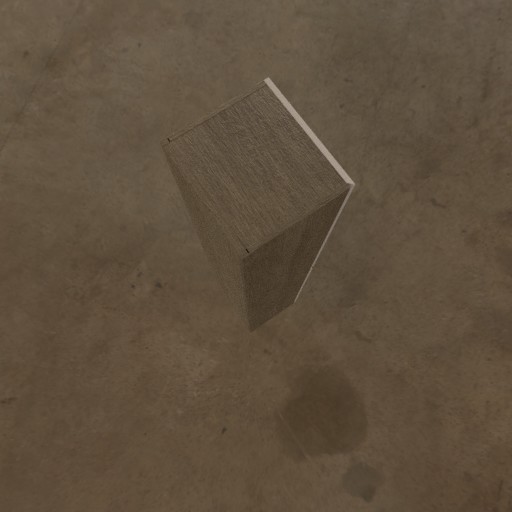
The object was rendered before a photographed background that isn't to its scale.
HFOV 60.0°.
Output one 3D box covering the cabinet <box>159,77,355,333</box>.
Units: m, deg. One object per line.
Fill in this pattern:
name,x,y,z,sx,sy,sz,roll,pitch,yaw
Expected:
cabinet,0.000,0.000,1.561,0.270,1.400,0.300,-33,77,-9
